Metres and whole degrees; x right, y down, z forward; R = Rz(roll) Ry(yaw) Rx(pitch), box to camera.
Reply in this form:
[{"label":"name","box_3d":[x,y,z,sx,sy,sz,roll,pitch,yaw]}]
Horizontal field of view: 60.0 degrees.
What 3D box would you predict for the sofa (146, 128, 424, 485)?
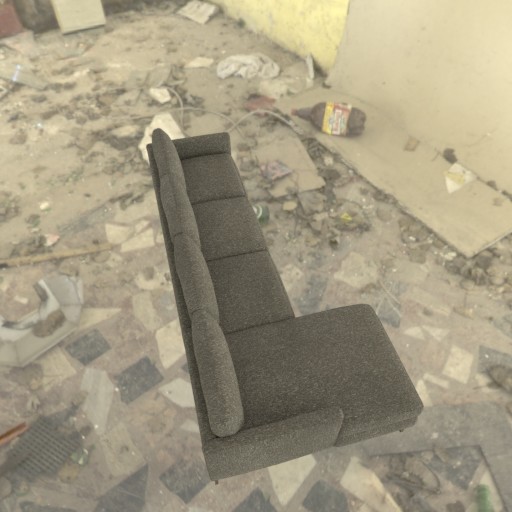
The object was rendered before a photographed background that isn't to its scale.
[{"label":"sofa","box_3d":[0.000,0.000,3.471,1.350,0.810,2.932,-12,50,-10]}]
